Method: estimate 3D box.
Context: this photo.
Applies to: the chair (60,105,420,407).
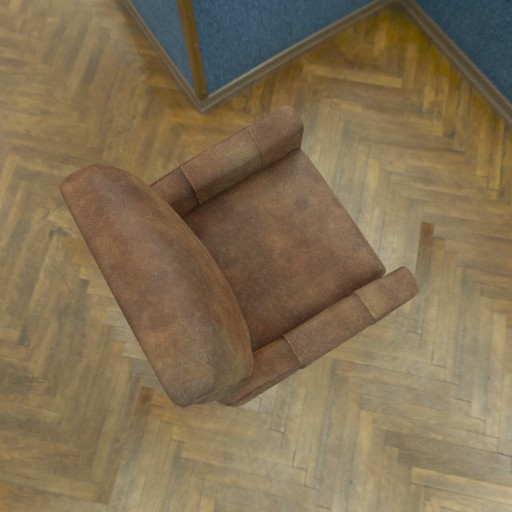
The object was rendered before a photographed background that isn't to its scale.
[{"bbox_3d":[0.000,0.000,1.609,0.836,1.043,0.843,-30,77,-8],"label":"chair"}]
